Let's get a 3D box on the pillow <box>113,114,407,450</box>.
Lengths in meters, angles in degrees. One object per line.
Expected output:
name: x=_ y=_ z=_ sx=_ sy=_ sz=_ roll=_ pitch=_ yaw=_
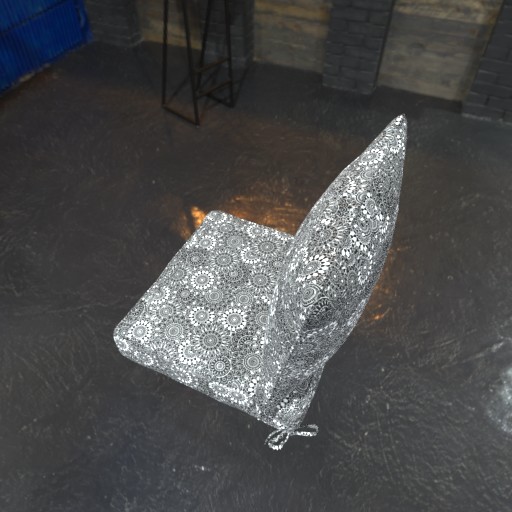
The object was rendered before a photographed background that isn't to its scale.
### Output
pillow: x=0.000 y=0.000 z=1.366 sx=0.740 sy=0.722 sz=0.798 roll=19 pitch=50 yaw=17
